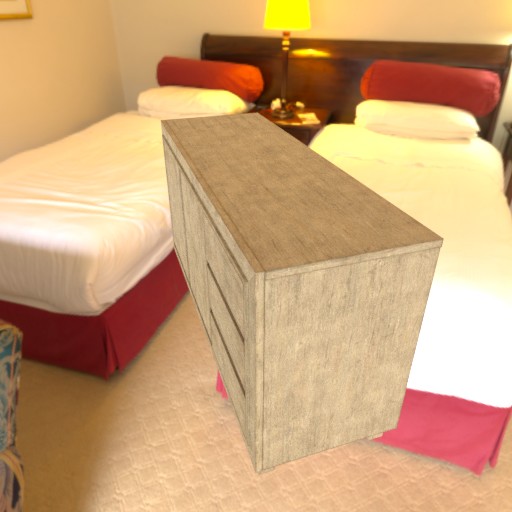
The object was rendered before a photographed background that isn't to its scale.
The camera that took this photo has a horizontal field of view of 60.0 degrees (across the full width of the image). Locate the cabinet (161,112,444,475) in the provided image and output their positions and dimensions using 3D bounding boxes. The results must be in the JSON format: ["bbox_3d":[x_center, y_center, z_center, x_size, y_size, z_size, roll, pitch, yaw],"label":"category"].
[{"bbox_3d":[0.000,0.000,1.857,0.511,0.825,1.460,-10,32,-16],"label":"cabinet"}]
